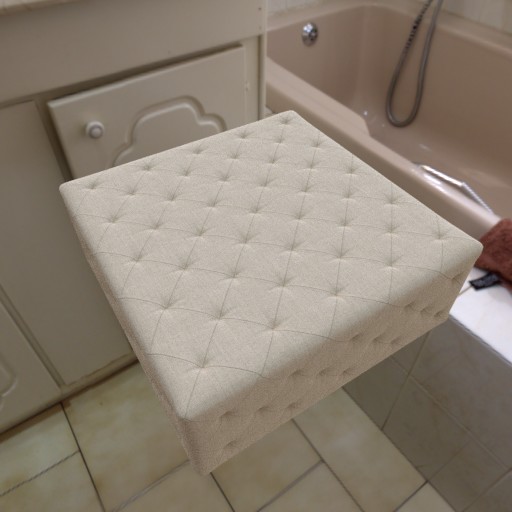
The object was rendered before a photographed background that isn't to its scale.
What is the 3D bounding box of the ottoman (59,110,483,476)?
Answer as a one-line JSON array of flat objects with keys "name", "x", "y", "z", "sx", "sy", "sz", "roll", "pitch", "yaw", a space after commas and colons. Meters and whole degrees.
[{"name": "ottoman", "x": 0.000, "y": 0.000, "z": 1.607, "sx": 1.028, "sy": 0.439, "sz": 1.028, "roll": -25, "pitch": 51, "yaw": -22}]
